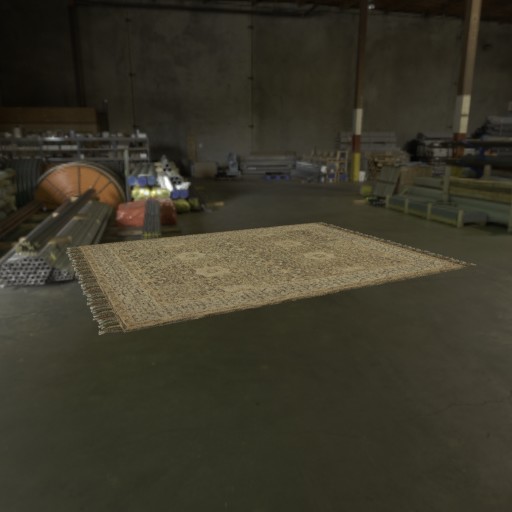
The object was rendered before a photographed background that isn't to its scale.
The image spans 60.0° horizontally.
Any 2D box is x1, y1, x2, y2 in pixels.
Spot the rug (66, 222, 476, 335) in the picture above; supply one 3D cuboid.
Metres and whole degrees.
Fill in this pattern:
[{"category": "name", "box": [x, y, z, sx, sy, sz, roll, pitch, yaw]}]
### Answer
[{"category": "rug", "box": [0.000, 0.000, 4.353, 3.291, 0.017, 2.431, -7, 16, -26]}]
